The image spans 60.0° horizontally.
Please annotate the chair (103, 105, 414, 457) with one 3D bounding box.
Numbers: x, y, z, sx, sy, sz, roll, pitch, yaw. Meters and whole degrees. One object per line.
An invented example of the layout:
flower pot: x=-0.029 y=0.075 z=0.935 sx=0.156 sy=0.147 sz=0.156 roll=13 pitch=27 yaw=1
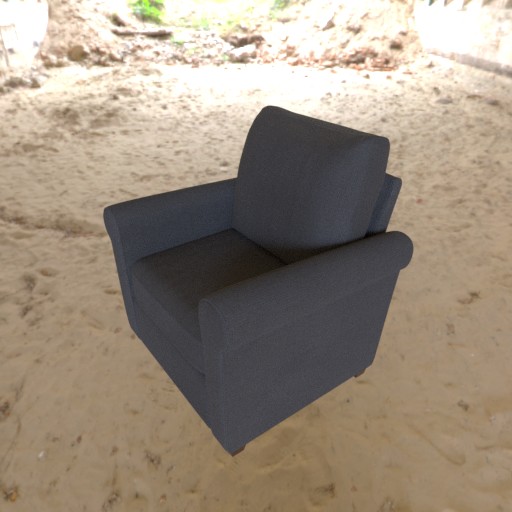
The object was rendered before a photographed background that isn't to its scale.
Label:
chair: x=0.000 y=0.000 z=1.661 sx=0.828 sy=0.942 sz=0.867 roll=-20 pitch=36 yaw=-31
